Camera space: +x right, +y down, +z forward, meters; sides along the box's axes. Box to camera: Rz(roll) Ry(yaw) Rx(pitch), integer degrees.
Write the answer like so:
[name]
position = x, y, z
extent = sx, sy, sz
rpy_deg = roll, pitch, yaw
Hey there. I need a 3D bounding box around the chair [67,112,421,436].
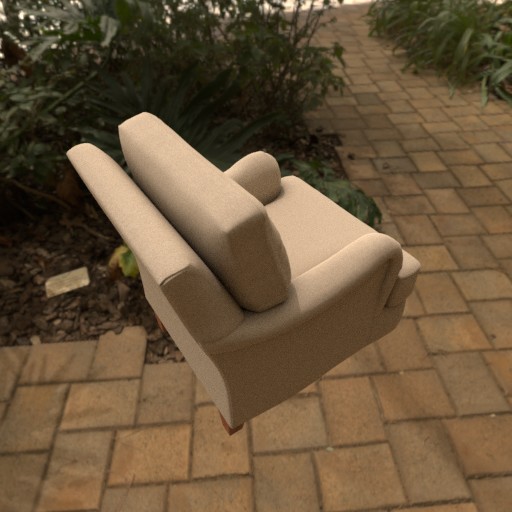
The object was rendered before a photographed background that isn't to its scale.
[chair]
position = 0.000, 0.000, 1.812
extent = 1.078, 1.076, 0.895
rpy_deg = -23, 45, -25
